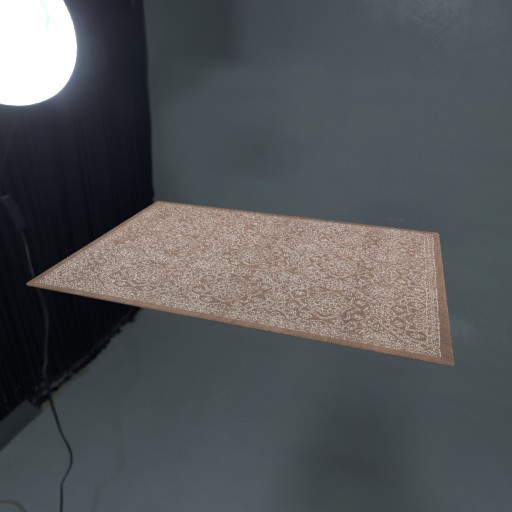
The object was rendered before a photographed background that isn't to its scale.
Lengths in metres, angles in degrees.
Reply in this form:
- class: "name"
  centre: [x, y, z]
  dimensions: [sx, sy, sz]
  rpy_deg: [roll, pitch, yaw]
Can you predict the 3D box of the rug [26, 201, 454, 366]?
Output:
- class: "rug"
  centre: [0.000, 0.000, 2.872]
  dimensions: [2.286, 0.011, 1.524]
  rpy_deg: [8, 27, 16]
